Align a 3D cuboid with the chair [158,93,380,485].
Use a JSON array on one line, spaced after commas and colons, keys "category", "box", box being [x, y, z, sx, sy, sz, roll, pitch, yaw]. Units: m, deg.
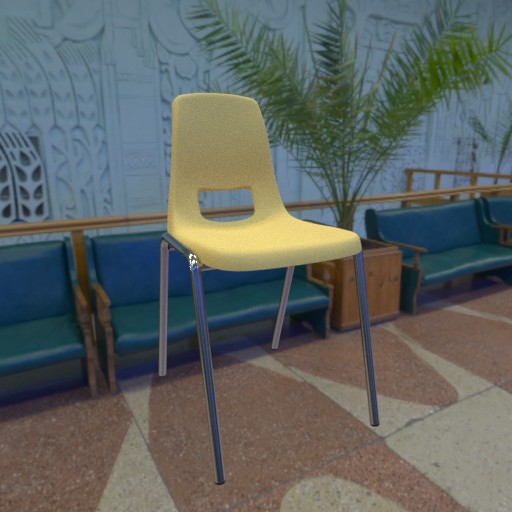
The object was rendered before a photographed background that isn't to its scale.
[{"category": "chair", "box": [0.000, 0.000, 0.965, 0.381, 0.704, 0.436, -7, 16, -26]}]
